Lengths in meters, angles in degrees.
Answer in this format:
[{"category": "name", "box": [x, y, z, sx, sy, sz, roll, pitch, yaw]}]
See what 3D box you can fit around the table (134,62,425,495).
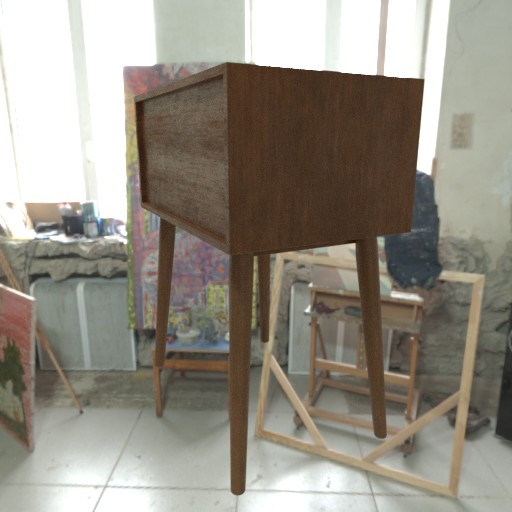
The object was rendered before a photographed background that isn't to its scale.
[{"category": "table", "box": [0.000, 0.000, 0.820, 0.307, 0.580, 0.454, -7, 16, -26]}]
